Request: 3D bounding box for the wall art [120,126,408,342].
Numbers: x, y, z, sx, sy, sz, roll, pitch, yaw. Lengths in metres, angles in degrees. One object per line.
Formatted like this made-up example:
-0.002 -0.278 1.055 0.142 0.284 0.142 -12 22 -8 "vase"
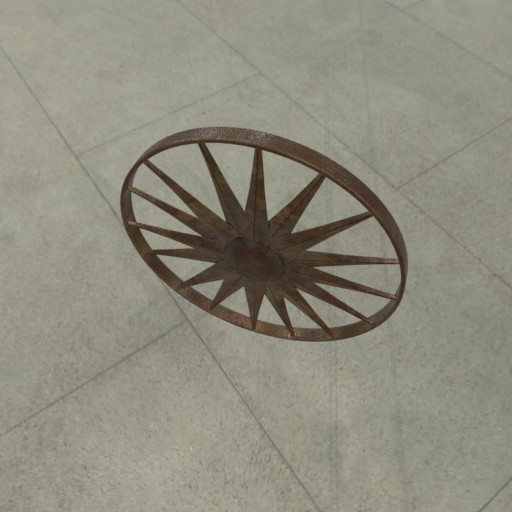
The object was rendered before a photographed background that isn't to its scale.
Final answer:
0.000 0.000 0.896 0.582 0.583 0.084 16 59 10 "wall art"
